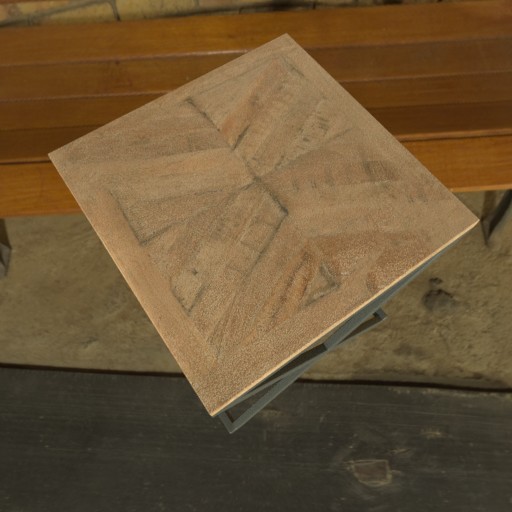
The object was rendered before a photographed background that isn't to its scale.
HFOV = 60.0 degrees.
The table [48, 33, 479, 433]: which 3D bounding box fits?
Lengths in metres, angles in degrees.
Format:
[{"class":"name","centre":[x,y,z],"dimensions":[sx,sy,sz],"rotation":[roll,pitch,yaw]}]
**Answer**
[{"class":"table","centre":[0.000,0.000,0.956],"dimensions":[0.498,0.550,0.499],"rotation":[-33,70,-14]}]
